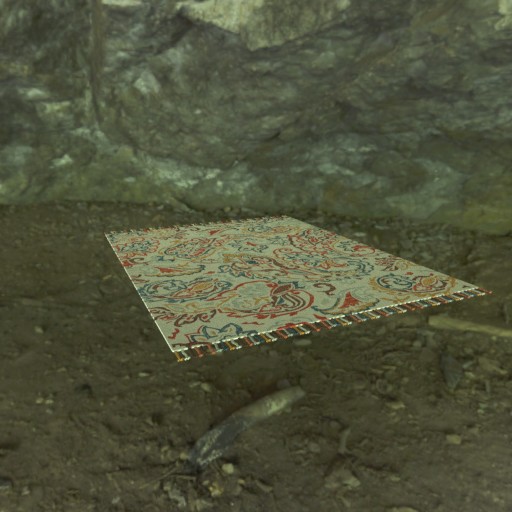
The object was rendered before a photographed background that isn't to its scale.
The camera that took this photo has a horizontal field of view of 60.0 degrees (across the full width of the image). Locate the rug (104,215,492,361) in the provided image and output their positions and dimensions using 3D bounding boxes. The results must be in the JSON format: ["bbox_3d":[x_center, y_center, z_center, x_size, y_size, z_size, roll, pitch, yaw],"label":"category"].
[{"bbox_3d":[0.000,0.000,4.300,2.439,0.015,3.274,-7,18,-24],"label":"rug"}]
